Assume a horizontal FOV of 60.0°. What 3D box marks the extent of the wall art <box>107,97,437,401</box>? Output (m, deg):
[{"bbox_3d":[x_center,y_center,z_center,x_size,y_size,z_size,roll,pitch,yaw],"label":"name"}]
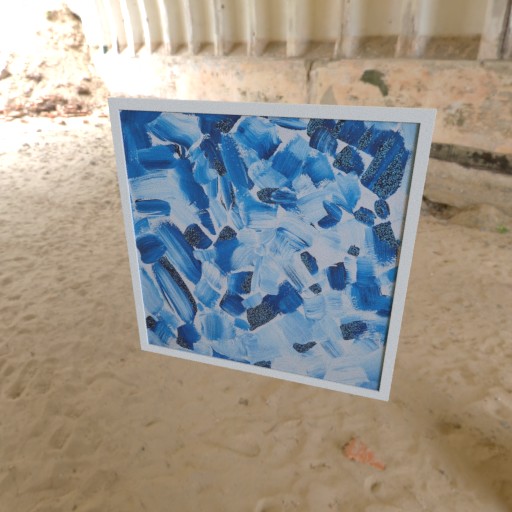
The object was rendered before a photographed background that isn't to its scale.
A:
[{"bbox_3d":[0.000,0.000,0.696,0.457,0.457,0.012,8,26,16],"label":"wall art"}]
